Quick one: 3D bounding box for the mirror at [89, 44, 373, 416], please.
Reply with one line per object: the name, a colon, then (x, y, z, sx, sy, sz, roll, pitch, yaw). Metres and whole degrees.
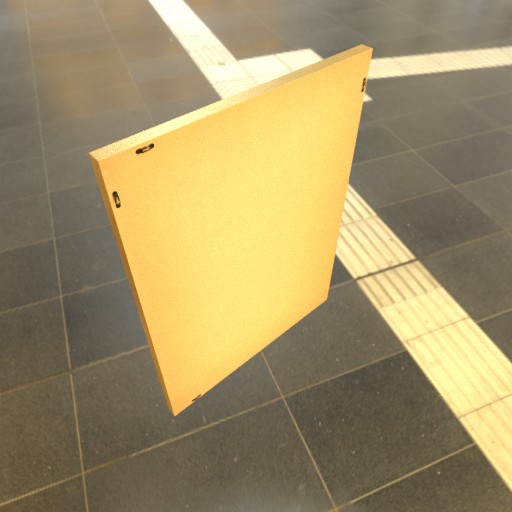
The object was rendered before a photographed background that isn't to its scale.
mirror: (0.000, 0.000, 1.320, 0.762, 1.016, 0.040, -32, 54, -27)
